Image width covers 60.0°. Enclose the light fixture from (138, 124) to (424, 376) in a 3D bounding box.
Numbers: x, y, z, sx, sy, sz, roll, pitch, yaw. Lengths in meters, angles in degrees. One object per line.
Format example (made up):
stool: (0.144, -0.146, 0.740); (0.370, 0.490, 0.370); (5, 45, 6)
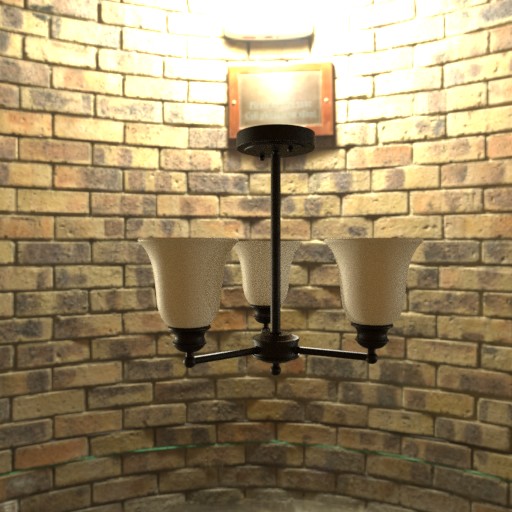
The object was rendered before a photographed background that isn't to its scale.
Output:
light fixture: (0.000, 0.000, 0.661); (0.354, 0.370, 0.388); (-1, 1, -35)
